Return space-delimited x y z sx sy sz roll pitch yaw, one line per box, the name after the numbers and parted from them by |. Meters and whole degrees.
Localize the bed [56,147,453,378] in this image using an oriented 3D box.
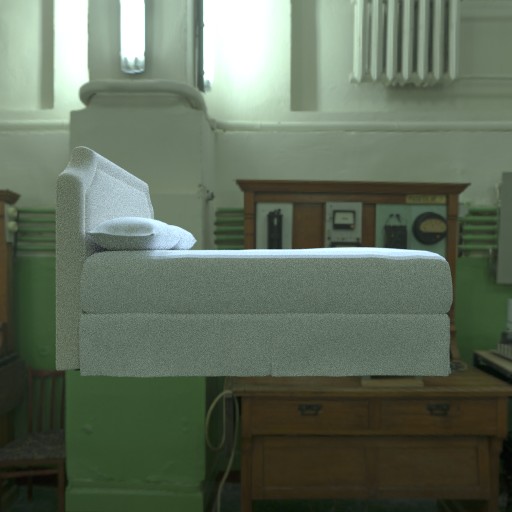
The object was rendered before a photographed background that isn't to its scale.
0.000 0.000 3.816 2.548 1.524 2.134 0 1 0 | bed
